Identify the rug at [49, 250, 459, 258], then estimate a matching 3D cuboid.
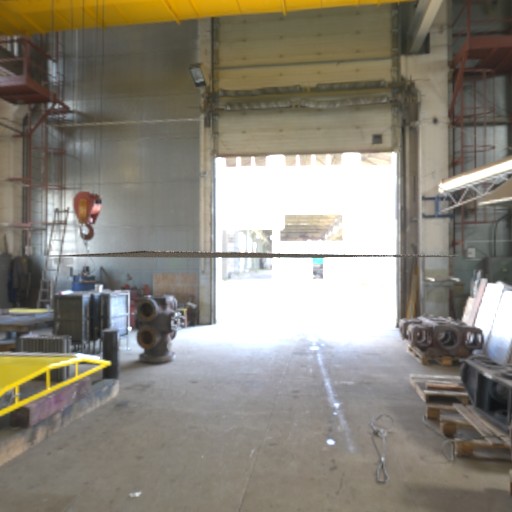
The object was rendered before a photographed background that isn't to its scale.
[{"bbox_3d":[0.000,0.000,5.433,4.093,0.020,2.997,1,-1,-37],"label":"rug"}]
